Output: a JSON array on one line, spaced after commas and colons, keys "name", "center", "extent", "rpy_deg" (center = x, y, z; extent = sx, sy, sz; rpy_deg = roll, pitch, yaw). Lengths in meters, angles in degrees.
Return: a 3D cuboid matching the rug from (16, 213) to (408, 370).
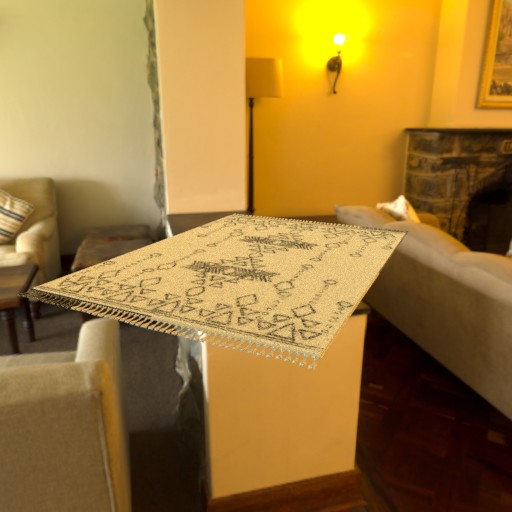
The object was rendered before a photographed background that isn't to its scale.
[{"name": "rug", "center": [0.000, 0.000, 2.915], "extent": [1.600, 0.013, 2.312], "rpy_deg": [8, 19, 25]}]
